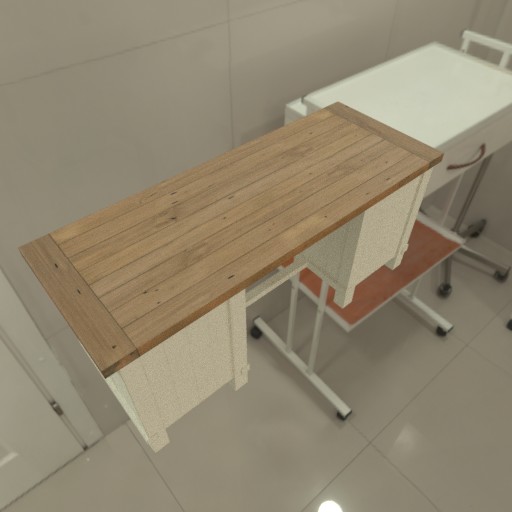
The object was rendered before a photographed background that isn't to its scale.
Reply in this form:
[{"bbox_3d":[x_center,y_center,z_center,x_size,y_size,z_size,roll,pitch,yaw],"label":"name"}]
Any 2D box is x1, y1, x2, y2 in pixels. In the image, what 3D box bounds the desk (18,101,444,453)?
[{"bbox_3d":[0.000,0.000,2.190,1.803,0.760,0.688,-32,54,-27],"label":"desk"}]
